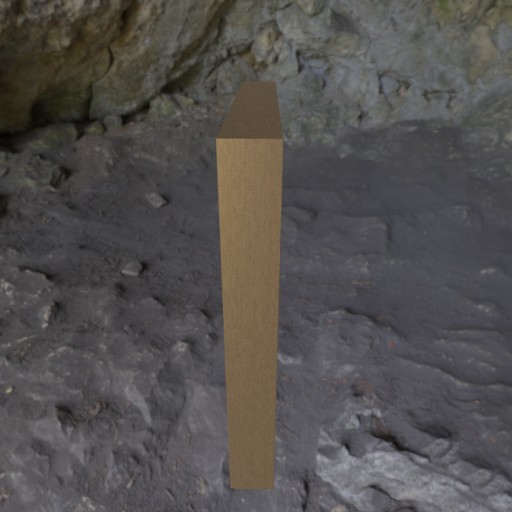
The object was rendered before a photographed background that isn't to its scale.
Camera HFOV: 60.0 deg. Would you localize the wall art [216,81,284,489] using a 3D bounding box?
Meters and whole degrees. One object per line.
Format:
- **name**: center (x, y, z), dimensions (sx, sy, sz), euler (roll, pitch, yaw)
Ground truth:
- **wall art**: center (0.000, 0.000, 0.455), dimensions (0.038, 0.305, 0.304), euler (1, 27, 1)
